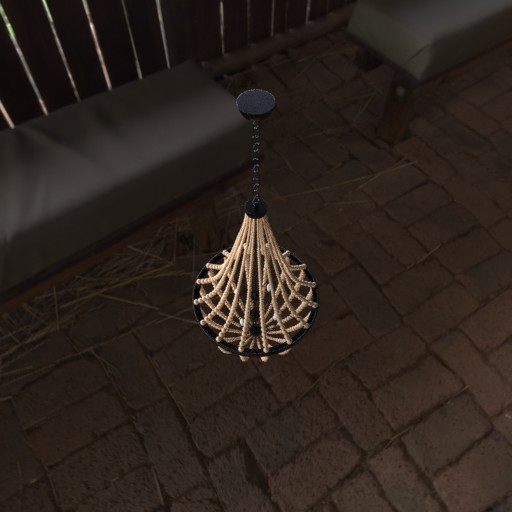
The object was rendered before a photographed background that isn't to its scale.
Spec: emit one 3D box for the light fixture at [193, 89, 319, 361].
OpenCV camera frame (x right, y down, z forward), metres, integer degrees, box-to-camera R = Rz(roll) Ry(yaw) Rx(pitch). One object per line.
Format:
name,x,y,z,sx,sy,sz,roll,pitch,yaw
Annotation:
light fixture,0.000,0.000,1.368,0.450,1.133,0.450,0,57,0
